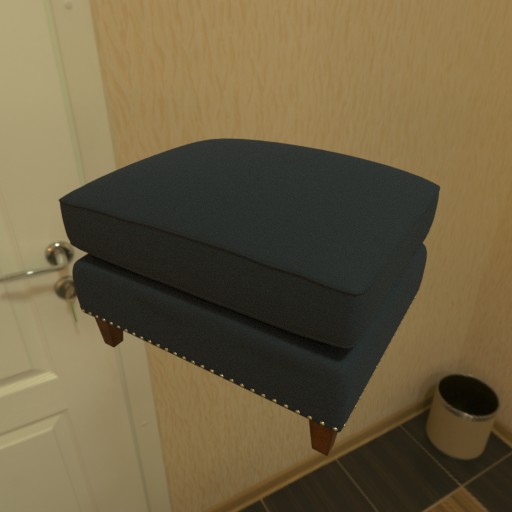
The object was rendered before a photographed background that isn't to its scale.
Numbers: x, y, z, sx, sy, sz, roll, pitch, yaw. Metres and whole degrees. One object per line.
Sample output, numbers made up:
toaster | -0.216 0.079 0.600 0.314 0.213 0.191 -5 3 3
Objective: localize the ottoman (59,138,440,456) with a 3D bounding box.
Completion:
ottoman | 0.000 0.000 1.141 0.741 0.513 0.584 17 34 27
